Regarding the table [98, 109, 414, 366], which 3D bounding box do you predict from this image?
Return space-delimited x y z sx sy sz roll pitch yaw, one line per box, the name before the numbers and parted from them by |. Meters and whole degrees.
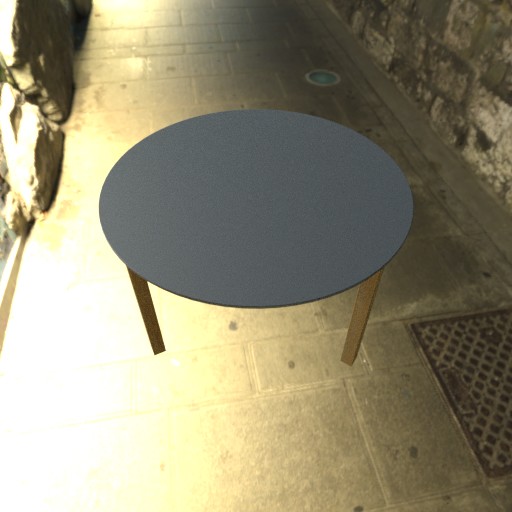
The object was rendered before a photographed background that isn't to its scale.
table | 0.000 0.000 1.013 0.600 0.405 0.600 0 46 0
